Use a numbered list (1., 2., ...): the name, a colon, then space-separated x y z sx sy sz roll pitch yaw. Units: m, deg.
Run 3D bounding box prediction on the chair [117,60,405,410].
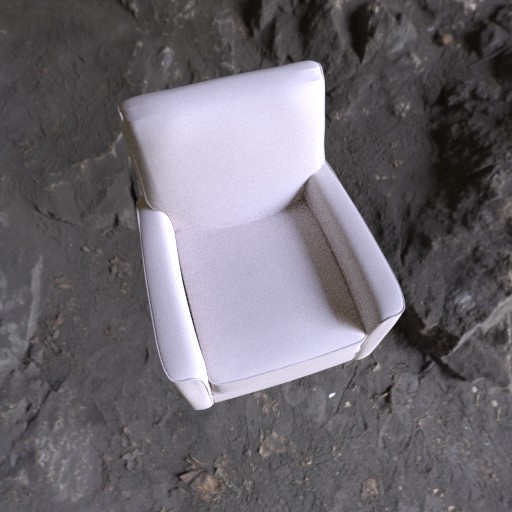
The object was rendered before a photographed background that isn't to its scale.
1. chair: 0.000 0.000 1.672 0.841 1.028 0.858 -15 63 -8
